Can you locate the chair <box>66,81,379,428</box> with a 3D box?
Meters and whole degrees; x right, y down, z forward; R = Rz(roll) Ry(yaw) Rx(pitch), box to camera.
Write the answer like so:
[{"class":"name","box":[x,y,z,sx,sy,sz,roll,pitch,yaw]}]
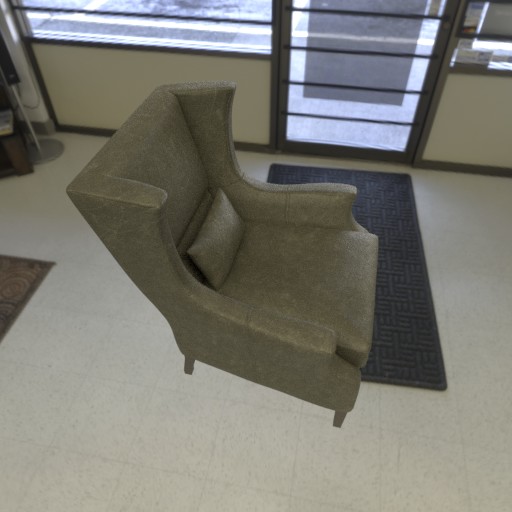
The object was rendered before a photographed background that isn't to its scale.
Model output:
[{"class":"chair","box":[0.000,0.000,1.699,0.926,1.016,0.853,10,46,9]}]
